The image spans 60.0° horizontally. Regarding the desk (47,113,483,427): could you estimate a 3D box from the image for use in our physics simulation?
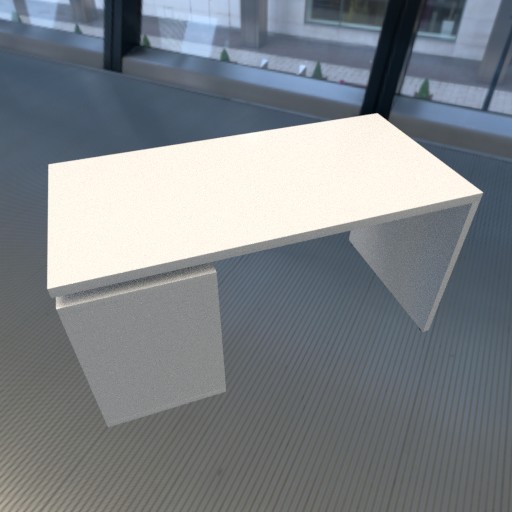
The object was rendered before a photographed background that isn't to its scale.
[{"bbox_3d":[0.000,0.000,1.824,1.400,0.740,0.690,-13,43,-14],"label":"desk"}]
